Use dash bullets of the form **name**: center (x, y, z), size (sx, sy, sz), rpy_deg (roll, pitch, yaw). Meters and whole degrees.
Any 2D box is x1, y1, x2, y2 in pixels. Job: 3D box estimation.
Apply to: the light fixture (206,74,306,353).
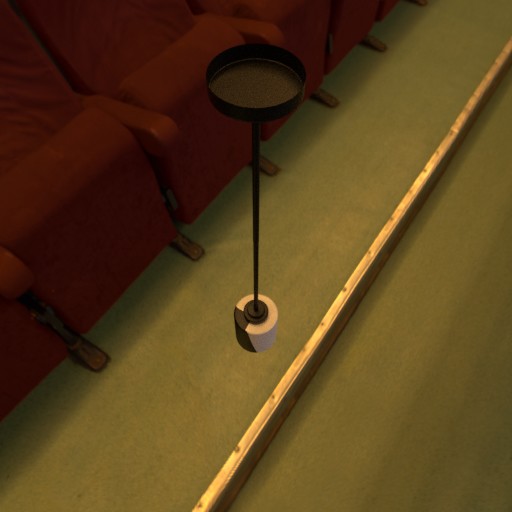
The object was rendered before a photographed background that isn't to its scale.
- **light fixture**: center (0.000, 0.000, 0.913), size (0.123, 0.863, 0.123), rpy_deg (31, 64, 17)
